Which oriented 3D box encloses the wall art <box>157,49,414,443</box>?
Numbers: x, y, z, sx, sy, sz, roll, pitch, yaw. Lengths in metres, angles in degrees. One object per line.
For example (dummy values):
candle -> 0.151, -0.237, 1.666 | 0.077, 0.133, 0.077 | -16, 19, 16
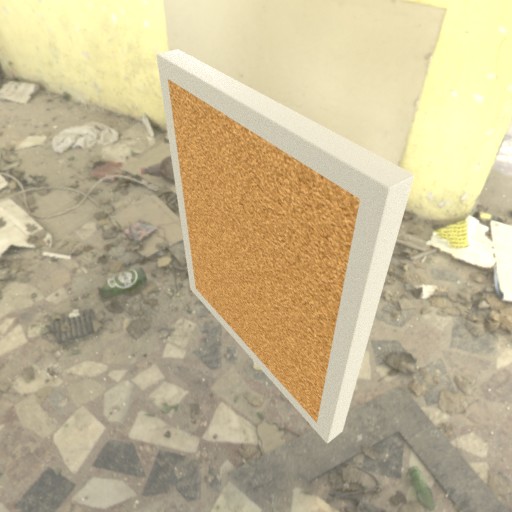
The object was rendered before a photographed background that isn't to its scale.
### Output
wall art -> 0.000, 0.000, 0.528 | 0.028, 0.381, 0.331 | -27, 49, -26
